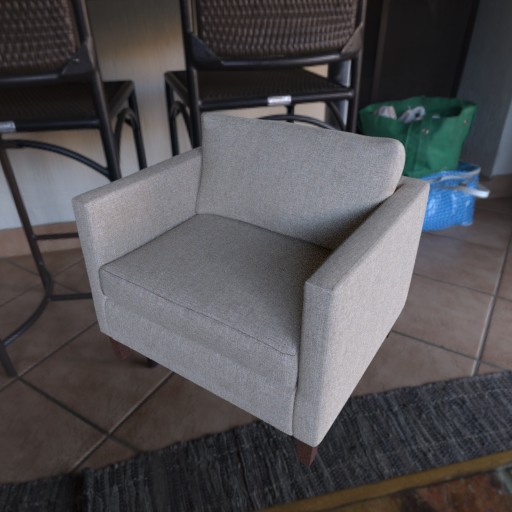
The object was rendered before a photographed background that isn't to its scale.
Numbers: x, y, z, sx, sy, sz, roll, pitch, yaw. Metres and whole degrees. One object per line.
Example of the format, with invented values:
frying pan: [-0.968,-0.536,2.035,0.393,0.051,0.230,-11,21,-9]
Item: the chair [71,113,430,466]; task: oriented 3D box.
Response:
chair: [0.000,0.000,1.855,1.107,0.987,0.959,19,36,28]
